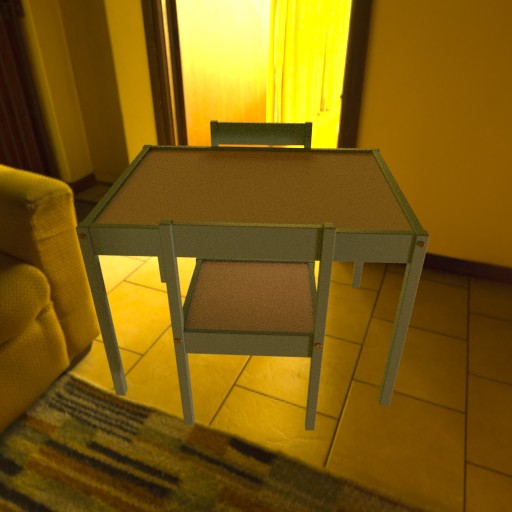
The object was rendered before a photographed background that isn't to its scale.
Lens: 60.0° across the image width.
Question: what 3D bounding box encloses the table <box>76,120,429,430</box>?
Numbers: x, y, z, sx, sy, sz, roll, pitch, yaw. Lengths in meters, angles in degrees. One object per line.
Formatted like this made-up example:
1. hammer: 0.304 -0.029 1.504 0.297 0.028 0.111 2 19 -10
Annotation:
1. table: 0.000 0.000 1.107 0.639 0.503 0.633 1 32 2
